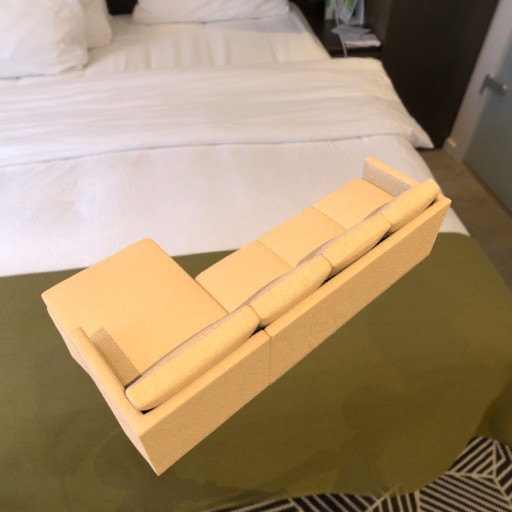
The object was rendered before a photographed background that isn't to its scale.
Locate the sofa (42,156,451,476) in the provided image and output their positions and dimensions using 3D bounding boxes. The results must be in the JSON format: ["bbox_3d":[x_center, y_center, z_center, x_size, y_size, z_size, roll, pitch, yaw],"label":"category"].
[{"bbox_3d":[0.000,0.000,3.789,3.206,0.871,1.622,-32,55,-27],"label":"sofa"}]
